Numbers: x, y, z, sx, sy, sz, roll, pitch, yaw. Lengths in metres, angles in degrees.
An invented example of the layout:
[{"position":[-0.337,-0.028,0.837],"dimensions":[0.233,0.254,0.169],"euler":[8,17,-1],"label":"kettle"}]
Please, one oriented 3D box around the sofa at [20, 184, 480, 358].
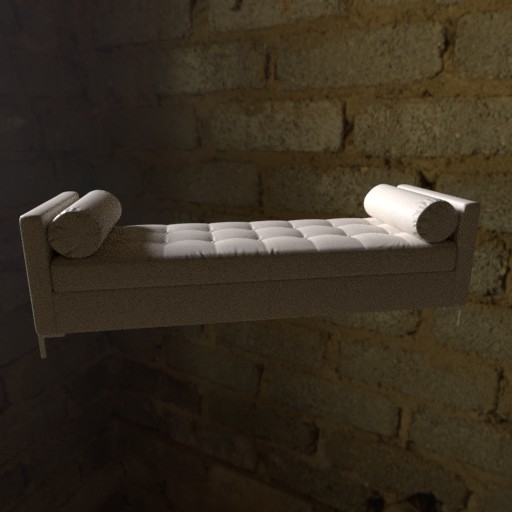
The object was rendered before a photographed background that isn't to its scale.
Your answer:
[{"position":[0.000,0.000,2.272],"dimensions":[1.981,0.635,0.686],"euler":[-3,16,-9],"label":"sofa"}]
